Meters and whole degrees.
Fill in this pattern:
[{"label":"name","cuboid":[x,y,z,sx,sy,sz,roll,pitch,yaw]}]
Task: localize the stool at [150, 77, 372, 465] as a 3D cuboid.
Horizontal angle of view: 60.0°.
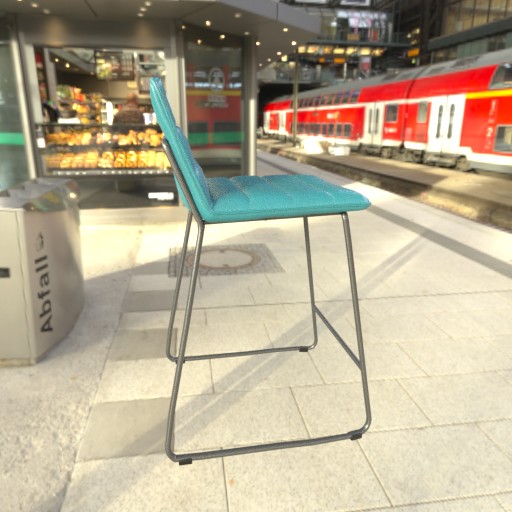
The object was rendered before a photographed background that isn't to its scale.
[{"label":"stool","cuboid":[0.000,0.000,1.192,0.524,0.866,0.489,-3,17,-10]}]
